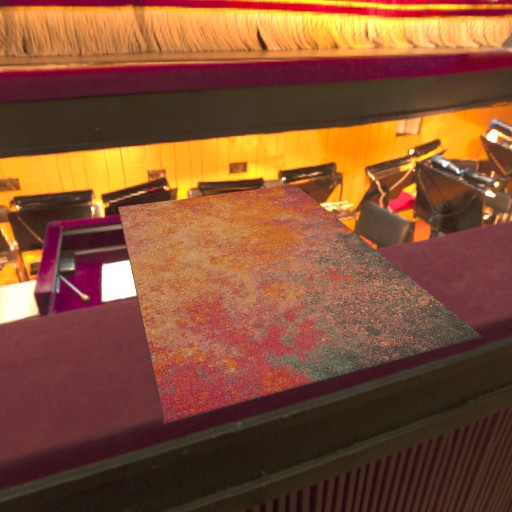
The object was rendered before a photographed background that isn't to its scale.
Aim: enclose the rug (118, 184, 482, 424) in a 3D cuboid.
[{"bbox_3d":[0.000,0.000,3.686,2.007,0.013,2.896,-10,31,-17],"label":"rug"}]
